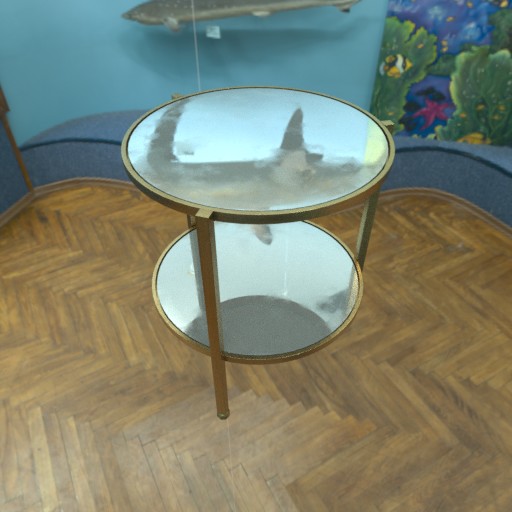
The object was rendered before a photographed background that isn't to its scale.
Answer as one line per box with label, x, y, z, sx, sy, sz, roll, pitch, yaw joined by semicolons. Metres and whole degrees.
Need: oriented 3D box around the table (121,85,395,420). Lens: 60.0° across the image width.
table;0.000;0.000;0.469;0.231;0.269;0.243;12;43;13
